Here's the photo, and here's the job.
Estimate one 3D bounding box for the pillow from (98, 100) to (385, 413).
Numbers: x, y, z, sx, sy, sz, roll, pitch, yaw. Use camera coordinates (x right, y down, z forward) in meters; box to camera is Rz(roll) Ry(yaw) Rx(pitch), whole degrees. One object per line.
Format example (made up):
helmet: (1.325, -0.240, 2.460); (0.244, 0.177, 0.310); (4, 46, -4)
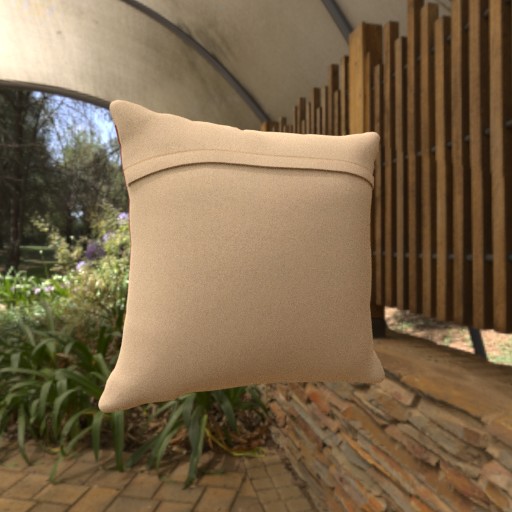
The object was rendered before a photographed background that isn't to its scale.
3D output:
pillow: (0.000, 0.000, 0.799); (0.536, 0.506, 0.229); (0, 0, -19)
